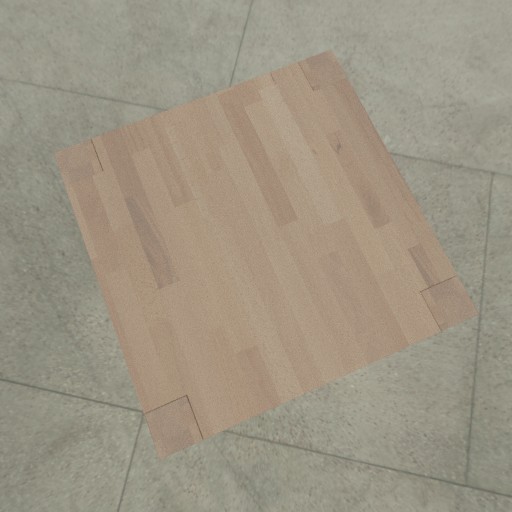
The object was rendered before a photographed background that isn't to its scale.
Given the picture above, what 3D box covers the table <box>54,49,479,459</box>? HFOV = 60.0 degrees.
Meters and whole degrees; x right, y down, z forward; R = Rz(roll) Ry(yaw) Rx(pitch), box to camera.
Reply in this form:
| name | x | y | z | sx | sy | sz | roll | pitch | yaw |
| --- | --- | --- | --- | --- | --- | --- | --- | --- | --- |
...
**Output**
| name | x | y | z | sx | sy | sz | roll | pitch | yaw |
| --- | --- | --- | --- | --- | --- | --- | --- | --- | --- |
| table | 0.000 | 0.000 | 1.176 | 0.700 | 0.451 | 0.700 | -23 | 76 | -6 |
